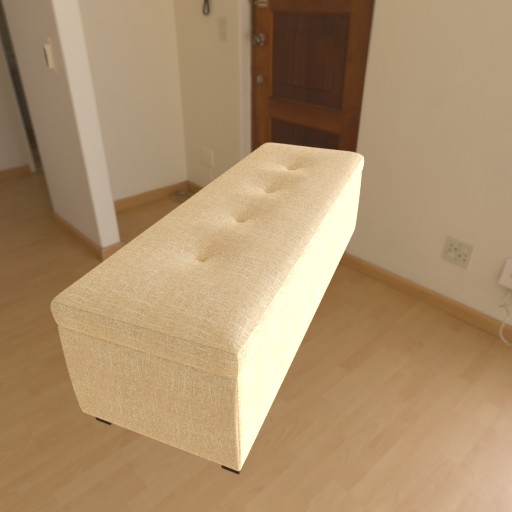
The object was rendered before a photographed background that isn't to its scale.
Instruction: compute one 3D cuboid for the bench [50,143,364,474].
[{"bbox_3d":[0.000,0.000,1.403,0.432,0.406,1.219,12,32,19],"label":"bench"}]
